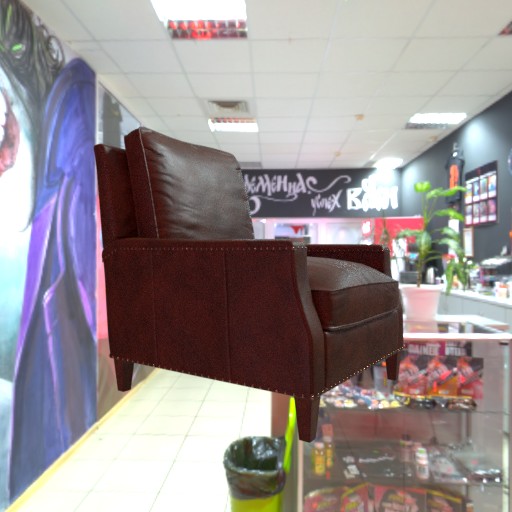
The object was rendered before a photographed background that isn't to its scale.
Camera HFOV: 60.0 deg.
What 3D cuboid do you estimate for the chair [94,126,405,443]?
[{"bbox_3d":[0.000,0.000,1.844,1.035,1.054,0.854,0,0,35],"label":"chair"}]
